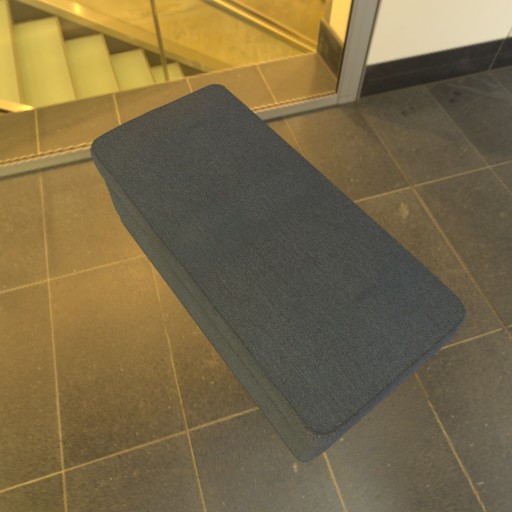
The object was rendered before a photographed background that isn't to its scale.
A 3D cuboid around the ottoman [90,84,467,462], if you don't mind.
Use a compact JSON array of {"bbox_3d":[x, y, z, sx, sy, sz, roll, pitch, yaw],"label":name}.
[{"bbox_3d":[0.000,0.000,1.388,0.515,0.460,1.110,-33,63,-19],"label":"ottoman"}]
